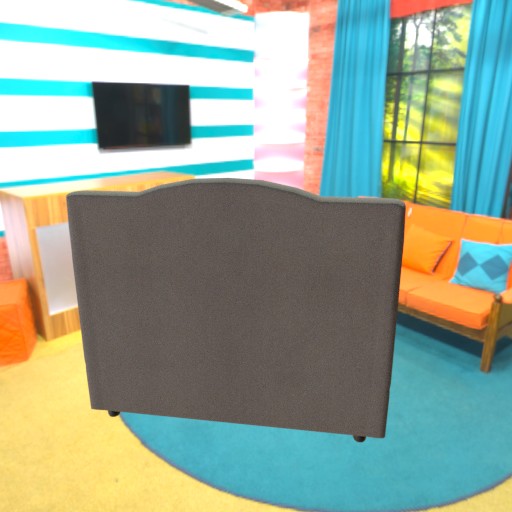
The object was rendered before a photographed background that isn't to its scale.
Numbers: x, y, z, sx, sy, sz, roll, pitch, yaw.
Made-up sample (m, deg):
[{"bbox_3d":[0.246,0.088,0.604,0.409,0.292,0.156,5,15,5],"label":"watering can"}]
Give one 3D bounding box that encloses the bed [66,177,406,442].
[{"bbox_3d":[0.000,0.000,3.314,1.744,1.441,2.128,3,18,8],"label":"bed"}]
